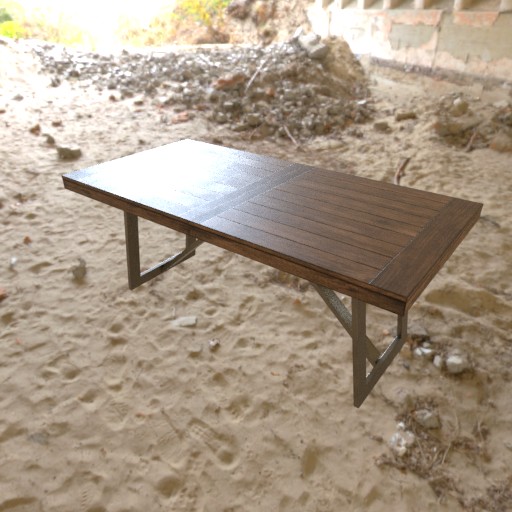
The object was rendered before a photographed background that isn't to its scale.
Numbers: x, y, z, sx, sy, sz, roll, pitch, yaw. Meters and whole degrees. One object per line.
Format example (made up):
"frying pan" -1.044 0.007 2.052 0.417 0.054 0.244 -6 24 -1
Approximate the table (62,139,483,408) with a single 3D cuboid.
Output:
"table" 0.000 0.000 2.351 1.867 0.757 0.931 20 35 32
